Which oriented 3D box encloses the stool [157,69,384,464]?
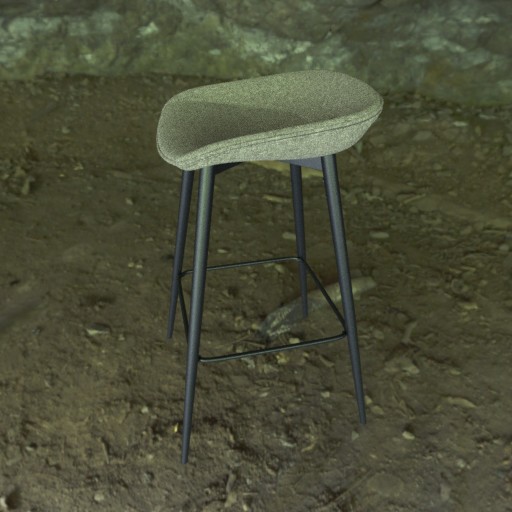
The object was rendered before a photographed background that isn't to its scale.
[{"bbox_3d":[0.000,0.000,1.084,0.480,0.814,0.469,-7,32,-12],"label":"stool"}]
